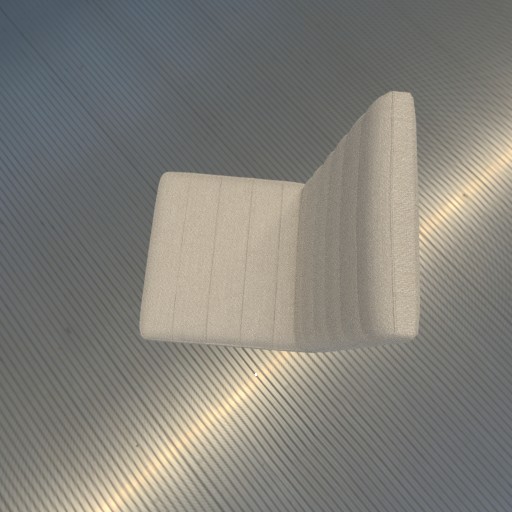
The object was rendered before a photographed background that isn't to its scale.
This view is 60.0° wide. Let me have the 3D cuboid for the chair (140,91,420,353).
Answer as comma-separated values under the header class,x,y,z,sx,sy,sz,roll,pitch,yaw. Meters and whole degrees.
class,x,y,z,sx,sy,sz,roll,pitch,yaw
chair,0.000,0.000,1.284,0.634,0.930,0.520,4,75,1
